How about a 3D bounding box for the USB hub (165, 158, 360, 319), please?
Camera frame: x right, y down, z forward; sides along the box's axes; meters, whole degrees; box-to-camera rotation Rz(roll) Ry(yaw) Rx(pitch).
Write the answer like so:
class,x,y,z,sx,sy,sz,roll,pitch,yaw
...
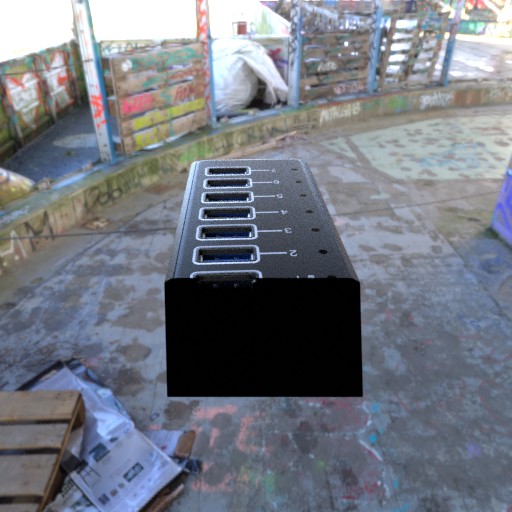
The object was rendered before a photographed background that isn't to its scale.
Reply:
class,x,y,z,sx,sy,sz,roll,pitch,yaw
USB hub,0.000,0.000,0.130,0.044,0.023,0.110,-1,31,-2
